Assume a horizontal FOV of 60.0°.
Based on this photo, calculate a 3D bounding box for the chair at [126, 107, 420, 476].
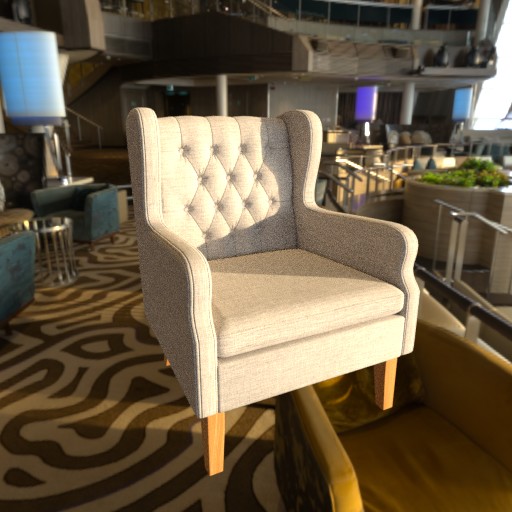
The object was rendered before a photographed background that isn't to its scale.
[{"bbox_3d":[0.000,0.000,1.460,0.710,0.930,0.760,-9,19,-26],"label":"chair"}]
